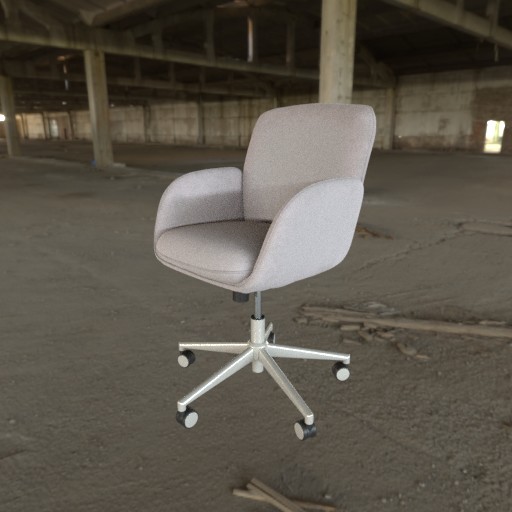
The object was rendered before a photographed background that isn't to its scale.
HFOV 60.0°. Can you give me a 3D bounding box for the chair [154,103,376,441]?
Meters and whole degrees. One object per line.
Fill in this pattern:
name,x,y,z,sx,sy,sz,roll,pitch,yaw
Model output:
chair,0.000,0.000,1.433,0.654,0.959,0.648,-15,22,-43
